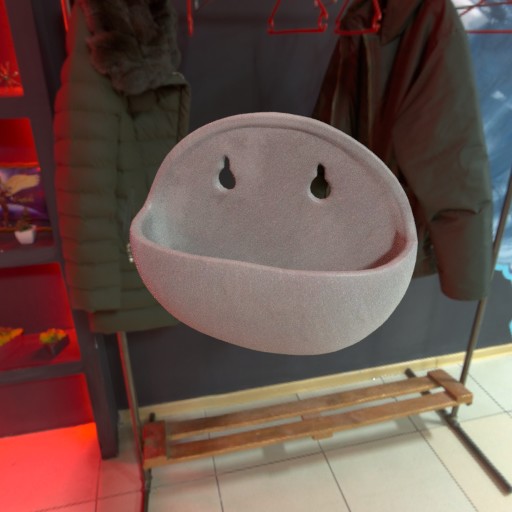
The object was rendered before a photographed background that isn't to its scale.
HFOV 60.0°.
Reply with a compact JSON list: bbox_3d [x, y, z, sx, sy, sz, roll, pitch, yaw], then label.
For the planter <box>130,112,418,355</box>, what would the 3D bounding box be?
[{"bbox_3d":[0.000,0.000,0.278,0.190,0.164,0.073,9,27,17],"label":"planter"}]
